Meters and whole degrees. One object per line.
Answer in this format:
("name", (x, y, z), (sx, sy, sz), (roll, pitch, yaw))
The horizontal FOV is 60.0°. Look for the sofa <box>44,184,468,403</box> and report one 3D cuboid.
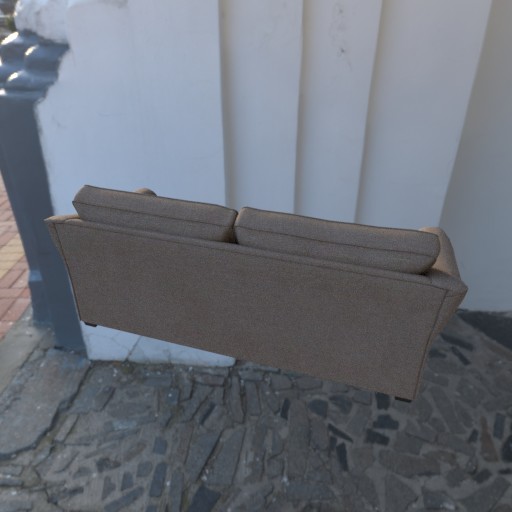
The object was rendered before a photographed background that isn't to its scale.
("sofa", (0.000, 0.000, 2.752), (2.270, 0.906, 0.986), (10, 31, 16))
